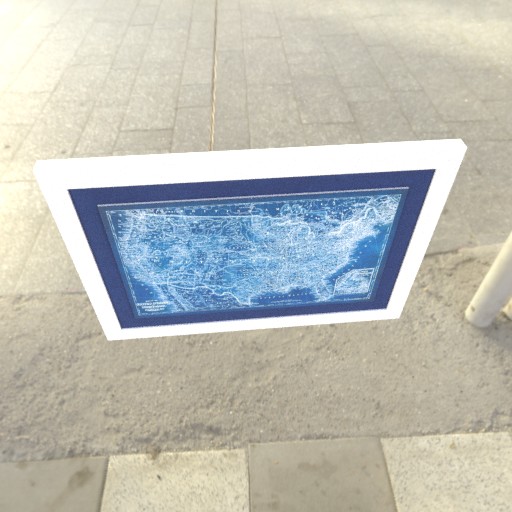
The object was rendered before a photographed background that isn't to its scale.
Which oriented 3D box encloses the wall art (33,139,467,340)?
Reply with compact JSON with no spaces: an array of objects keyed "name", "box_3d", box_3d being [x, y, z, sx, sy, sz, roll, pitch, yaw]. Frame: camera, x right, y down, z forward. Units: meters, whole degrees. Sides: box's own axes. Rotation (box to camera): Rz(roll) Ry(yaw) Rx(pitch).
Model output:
[{"name":"wall art","box_3d":[0.000,0.000,1.674,1.308,0.902,0.051,-4,47,-4]}]
